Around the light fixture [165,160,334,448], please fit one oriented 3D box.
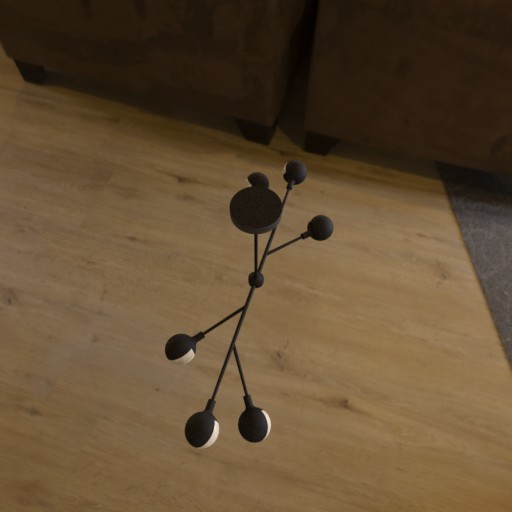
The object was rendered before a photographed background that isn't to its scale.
[{"bbox_3d":[0.000,0.000,0.998,0.434,0.362,0.778,29,63,17],"label":"light fixture"}]
